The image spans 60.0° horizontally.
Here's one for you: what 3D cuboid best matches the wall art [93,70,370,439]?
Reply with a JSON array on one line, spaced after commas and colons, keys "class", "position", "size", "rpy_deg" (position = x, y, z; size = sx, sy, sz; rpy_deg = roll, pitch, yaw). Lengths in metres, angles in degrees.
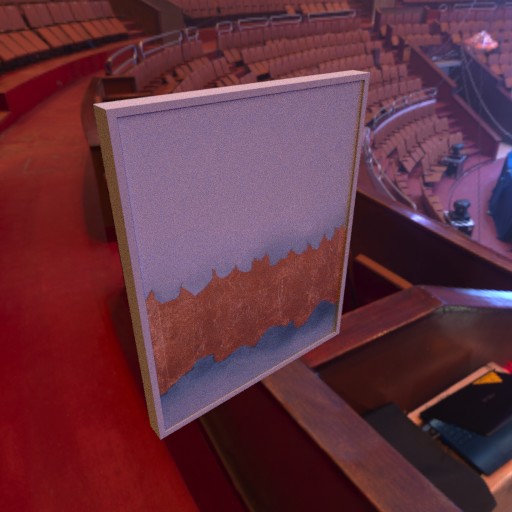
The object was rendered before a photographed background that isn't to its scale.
[{"class": "wall art", "position": [0.000, 0.000, 0.761], "size": [0.451, 0.553, 0.039], "rpy_deg": [-22, 37, -32]}]
